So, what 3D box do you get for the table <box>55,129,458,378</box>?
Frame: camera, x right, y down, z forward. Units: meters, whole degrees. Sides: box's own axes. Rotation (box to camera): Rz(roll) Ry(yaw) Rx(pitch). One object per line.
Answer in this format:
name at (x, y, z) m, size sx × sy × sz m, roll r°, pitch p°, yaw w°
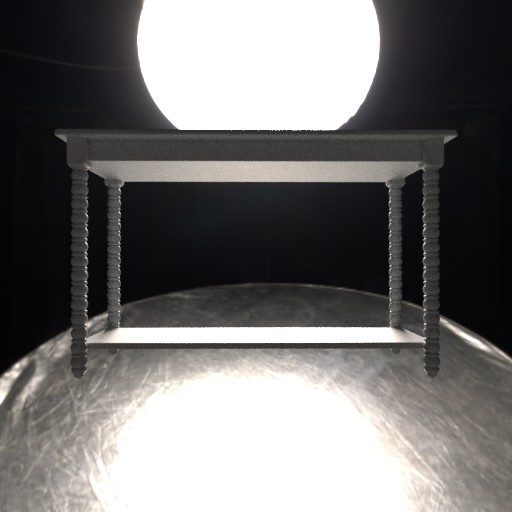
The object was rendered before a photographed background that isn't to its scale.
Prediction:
table at (0.000, 0.000, 1.517) m, size 1.184 × 0.740 × 0.459 m, roll 0°, pitch -1°, yaw -1°
